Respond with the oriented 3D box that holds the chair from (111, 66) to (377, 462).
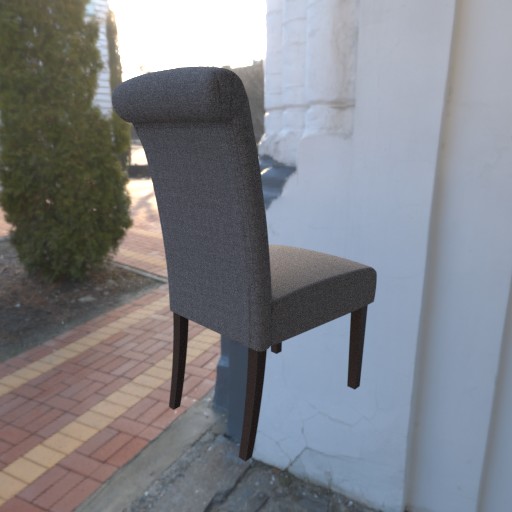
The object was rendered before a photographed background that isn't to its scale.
[{"bbox_3d":[0.000,0.000,1.350,0.456,1.006,0.671,15,21,43],"label":"chair"}]
